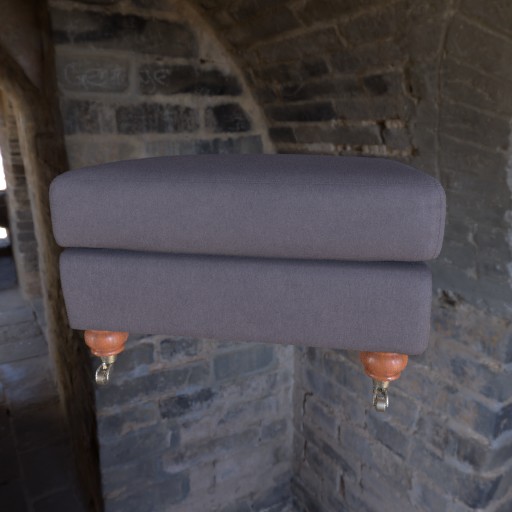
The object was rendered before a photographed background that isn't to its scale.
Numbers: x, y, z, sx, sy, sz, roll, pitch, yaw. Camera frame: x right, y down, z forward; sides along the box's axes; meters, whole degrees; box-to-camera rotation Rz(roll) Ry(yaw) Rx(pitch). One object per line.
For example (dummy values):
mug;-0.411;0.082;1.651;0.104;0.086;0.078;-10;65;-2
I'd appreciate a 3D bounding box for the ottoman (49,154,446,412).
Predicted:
ottoman;0.000;0.000;1.116;0.773;0.497;0.574;3;15;9
